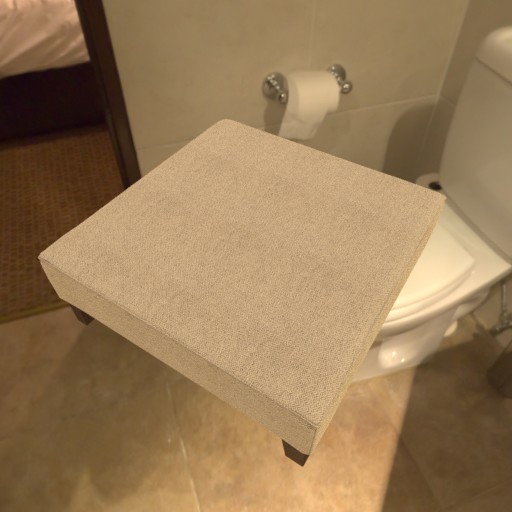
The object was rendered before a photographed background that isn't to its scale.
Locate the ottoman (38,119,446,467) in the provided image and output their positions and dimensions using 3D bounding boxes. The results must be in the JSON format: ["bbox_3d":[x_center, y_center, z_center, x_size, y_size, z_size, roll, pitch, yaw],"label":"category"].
[{"bbox_3d":[0.000,0.000,1.550,0.973,0.381,0.982,25,52,22],"label":"ottoman"}]
